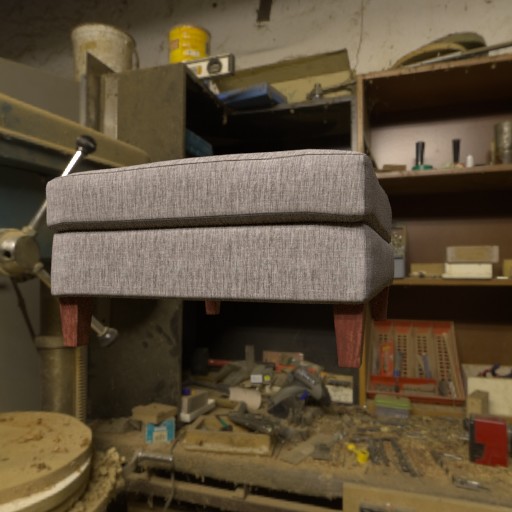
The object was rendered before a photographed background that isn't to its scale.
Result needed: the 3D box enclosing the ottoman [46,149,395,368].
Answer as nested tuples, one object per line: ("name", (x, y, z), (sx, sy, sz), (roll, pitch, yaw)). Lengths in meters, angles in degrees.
("ottoman", (0.000, 0.000, 1.464), (0.839, 0.492, 0.994), (-1, -2, 20))
